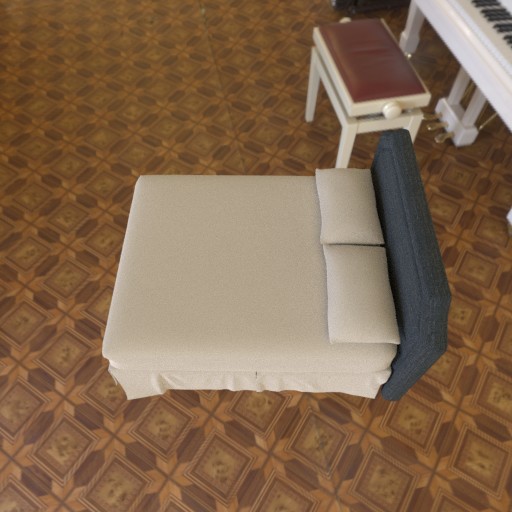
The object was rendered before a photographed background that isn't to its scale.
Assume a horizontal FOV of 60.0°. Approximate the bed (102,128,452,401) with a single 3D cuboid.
[{"bbox_3d":[0.000,0.000,3.350,2.208,1.297,1.828,0,57,0],"label":"bed"}]
